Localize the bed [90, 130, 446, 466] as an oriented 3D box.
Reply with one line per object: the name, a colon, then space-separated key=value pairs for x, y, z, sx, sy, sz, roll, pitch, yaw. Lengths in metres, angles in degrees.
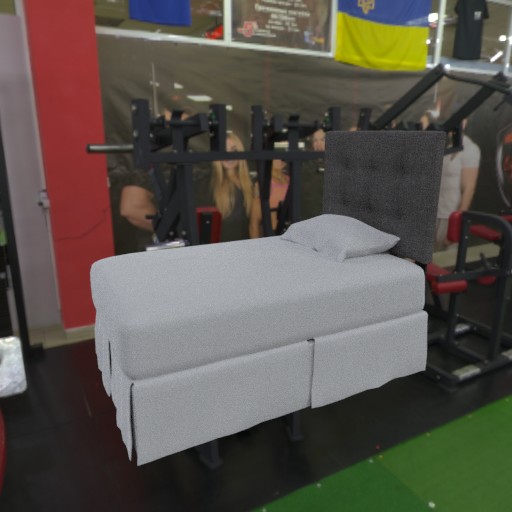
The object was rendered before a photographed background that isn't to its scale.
bed: x=0.000 y=0.000 z=2.886 sx=1.997 sy=1.571 sz=1.261 roll=-8 pitch=18 yaw=-26
